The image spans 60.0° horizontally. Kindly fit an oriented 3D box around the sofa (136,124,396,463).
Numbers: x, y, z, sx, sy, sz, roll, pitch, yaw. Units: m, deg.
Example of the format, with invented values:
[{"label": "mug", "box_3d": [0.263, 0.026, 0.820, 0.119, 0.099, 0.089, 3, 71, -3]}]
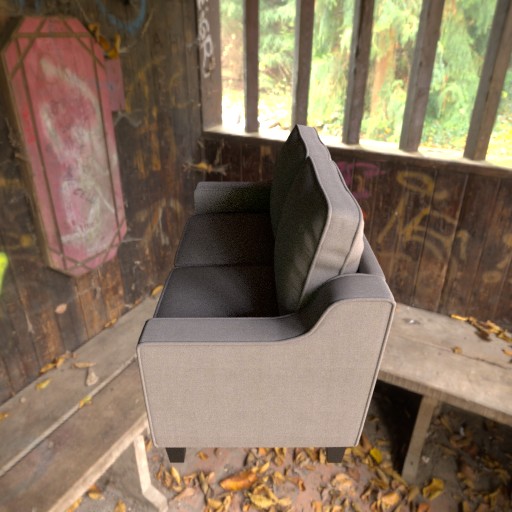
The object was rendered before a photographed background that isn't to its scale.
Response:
[{"label": "sofa", "box_3d": [0.000, 0.000, 2.009, 0.791, 0.948, 1.500, 0, 28, 0]}]
